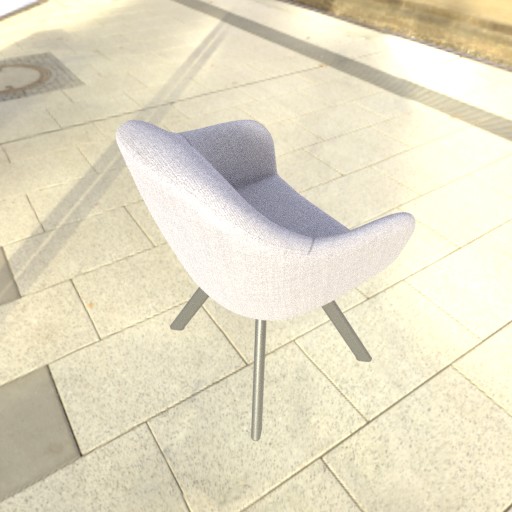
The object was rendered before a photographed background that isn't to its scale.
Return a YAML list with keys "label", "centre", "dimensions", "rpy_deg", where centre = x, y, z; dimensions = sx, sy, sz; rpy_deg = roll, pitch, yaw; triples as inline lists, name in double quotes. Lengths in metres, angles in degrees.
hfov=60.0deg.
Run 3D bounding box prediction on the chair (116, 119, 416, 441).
- label: "chair"
  centre: [0.000, 0.000, 1.152]
  dimensions: [0.550, 0.795, 0.590]
  rpy_deg: [-26, 47, -26]
